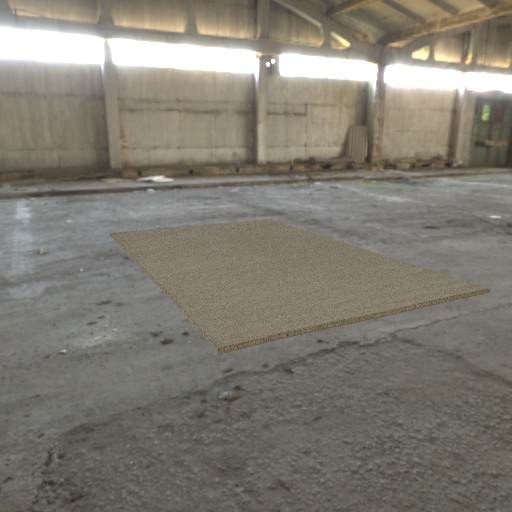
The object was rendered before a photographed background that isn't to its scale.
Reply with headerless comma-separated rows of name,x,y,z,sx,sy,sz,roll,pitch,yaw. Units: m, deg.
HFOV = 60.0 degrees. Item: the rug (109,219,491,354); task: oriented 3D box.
rug,0.000,0.000,2.948,1.500,0.025,2.346,-7,16,-26
